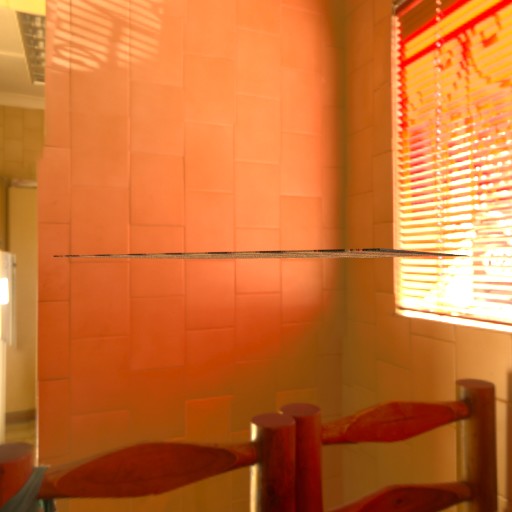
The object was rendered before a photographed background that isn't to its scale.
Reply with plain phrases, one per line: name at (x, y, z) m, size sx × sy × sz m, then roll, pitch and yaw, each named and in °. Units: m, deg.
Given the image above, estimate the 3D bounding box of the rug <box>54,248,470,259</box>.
rug at (0.000, 0.000, 2.324) m, size 1.825 × 0.009 × 1.221 m, roll -1°, pitch -1°, yaw 37°
